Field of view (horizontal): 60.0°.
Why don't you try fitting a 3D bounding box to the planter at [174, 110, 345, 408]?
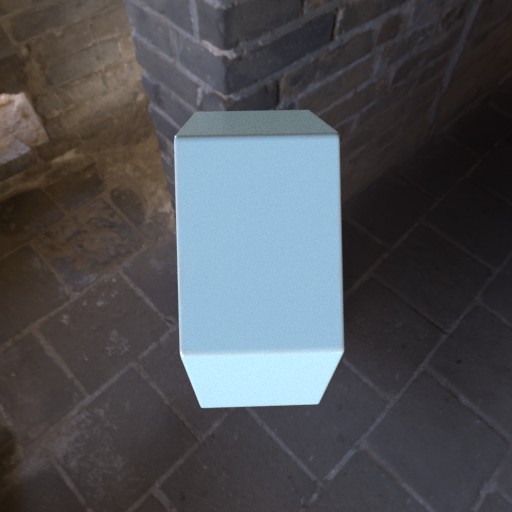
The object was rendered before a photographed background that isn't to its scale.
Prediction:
[{"bbox_3d":[0.000,0.000,0.291,0.078,0.207,0.169,-2,57,-1],"label":"planter"}]
